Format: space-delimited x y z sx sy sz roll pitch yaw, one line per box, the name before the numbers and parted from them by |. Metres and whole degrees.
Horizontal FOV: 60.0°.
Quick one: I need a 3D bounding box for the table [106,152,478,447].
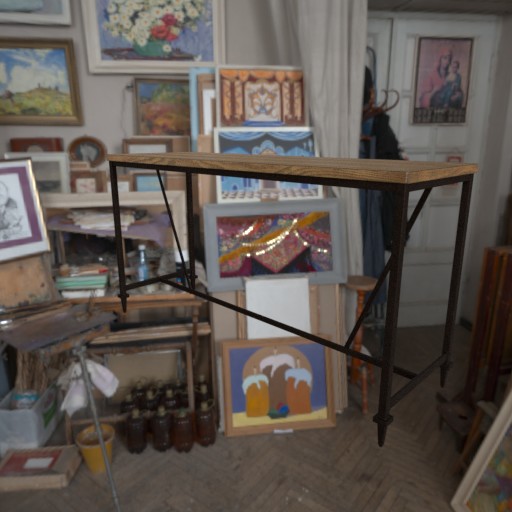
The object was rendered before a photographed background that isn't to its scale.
table | 0.000 0.000 2.087 1.700 0.902 0.551 14 21 42
